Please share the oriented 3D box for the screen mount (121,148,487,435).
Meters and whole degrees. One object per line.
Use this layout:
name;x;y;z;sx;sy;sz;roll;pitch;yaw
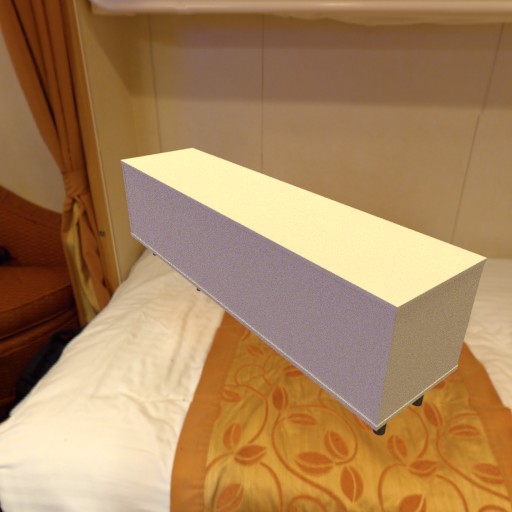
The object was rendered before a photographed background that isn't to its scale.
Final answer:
screen mount;0.000;0.000;1.806;0.418;0.520;1.600;-19;33;-33
